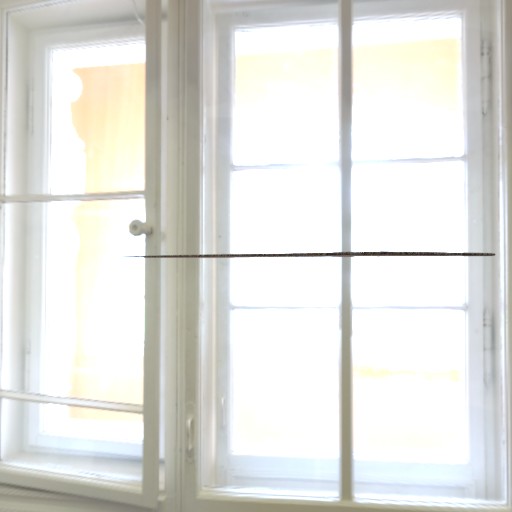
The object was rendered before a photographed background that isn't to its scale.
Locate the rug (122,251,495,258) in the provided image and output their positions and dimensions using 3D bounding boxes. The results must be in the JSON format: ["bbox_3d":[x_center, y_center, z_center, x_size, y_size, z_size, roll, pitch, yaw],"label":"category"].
[{"bbox_3d":[0.000,0.000,2.490,0.719,0.013,2.305,0,-1,-37],"label":"rug"}]
